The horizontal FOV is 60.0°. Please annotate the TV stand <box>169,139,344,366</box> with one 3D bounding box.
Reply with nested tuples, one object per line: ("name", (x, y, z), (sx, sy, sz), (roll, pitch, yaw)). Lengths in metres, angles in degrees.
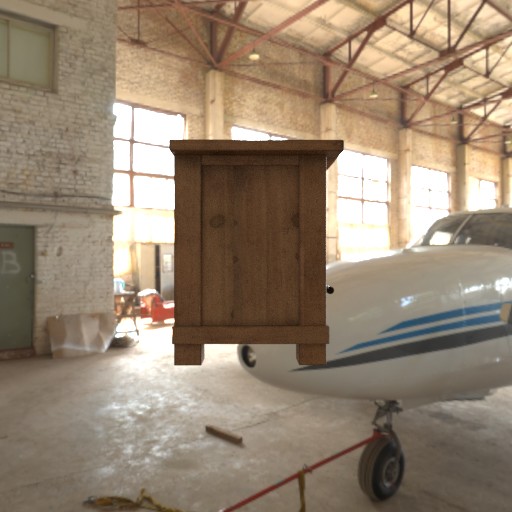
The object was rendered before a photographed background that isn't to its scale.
("TV stand", (0.000, 0.000, 1.998), (0.453, 0.573, 1.804), (0, 0, -1))
